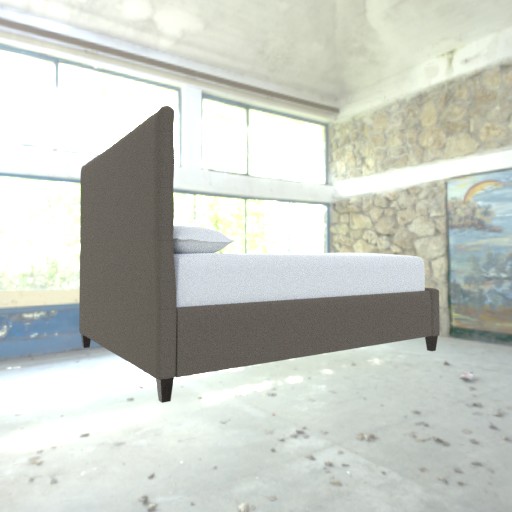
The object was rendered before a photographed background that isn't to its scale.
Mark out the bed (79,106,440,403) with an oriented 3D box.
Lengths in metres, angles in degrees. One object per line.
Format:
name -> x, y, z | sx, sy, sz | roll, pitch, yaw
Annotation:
bed -> 0.000, 0.000, 3.409 | 2.233, 1.426, 1.696 | 0, -1, -34
